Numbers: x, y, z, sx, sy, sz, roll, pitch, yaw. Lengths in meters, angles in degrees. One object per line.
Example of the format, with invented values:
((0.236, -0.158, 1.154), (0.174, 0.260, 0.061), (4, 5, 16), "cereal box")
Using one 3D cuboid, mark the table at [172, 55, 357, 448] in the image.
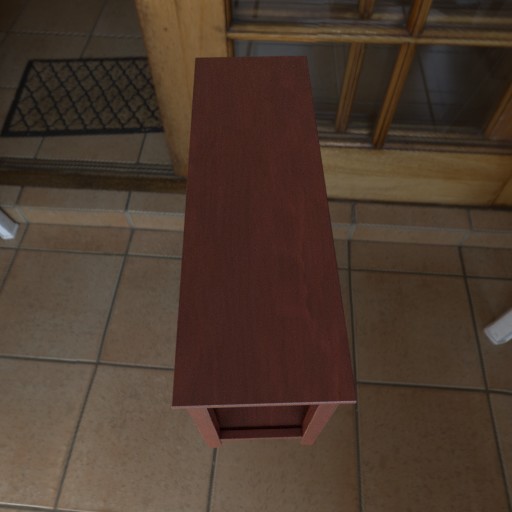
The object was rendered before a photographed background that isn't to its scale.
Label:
((0.000, 0.000, 1.553), (0.392, 0.739, 1.188), (-1, 58, -1), "table")
